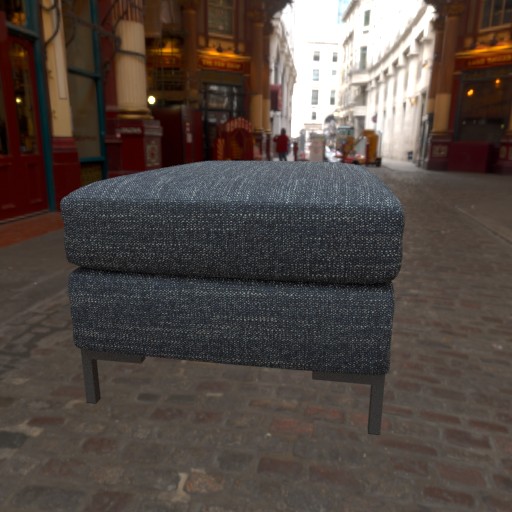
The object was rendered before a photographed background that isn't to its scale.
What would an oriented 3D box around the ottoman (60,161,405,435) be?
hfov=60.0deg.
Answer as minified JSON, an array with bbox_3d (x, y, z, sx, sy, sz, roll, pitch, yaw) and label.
[{"bbox_3d":[0.000,0.000,1.212,0.667,0.491,0.814,3,15,10],"label":"ottoman"}]
